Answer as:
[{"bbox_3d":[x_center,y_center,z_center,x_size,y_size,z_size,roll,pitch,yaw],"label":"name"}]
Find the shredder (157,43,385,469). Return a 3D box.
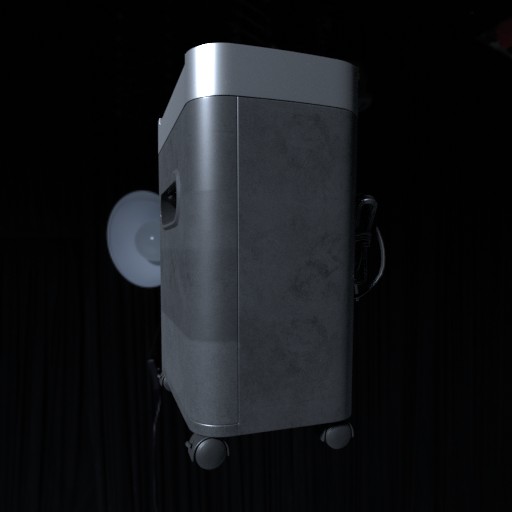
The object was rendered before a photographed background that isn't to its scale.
[{"bbox_3d":[0.000,0.000,0.600,0.237,0.419,0.311,0,1,-19],"label":"shredder"}]
